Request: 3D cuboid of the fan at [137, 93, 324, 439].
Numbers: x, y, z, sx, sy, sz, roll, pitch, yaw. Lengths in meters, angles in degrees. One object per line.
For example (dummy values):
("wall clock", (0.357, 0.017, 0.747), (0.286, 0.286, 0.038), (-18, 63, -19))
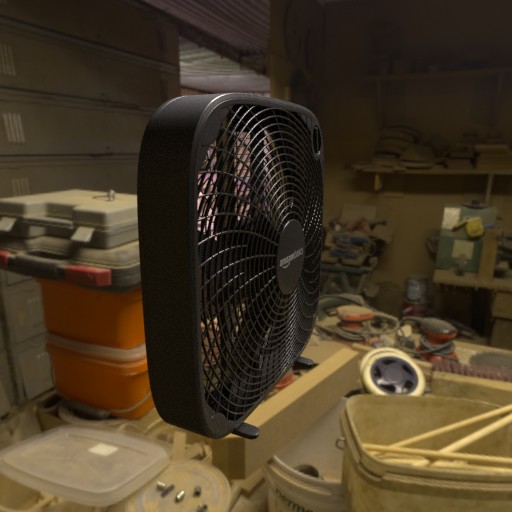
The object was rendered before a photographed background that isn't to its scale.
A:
("fan", (0.000, 0.000, 0.801), (0.142, 0.533, 0.526), (7, 15, 25))
